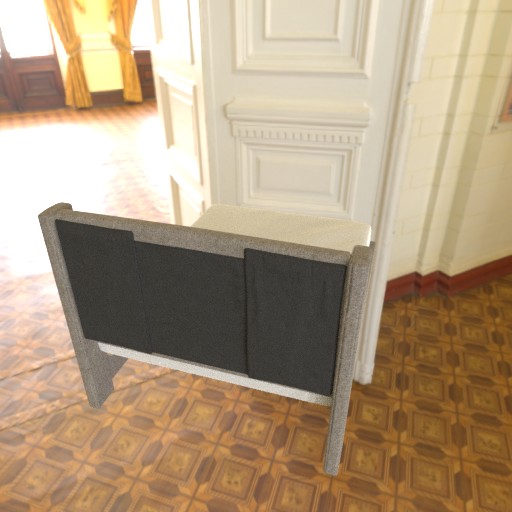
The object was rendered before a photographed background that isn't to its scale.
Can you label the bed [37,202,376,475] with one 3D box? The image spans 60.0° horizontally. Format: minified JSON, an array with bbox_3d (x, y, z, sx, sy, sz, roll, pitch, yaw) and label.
[{"bbox_3d":[0.000,0.000,3.384,1.714,1.481,2.245,9,32,15],"label":"bed"}]
